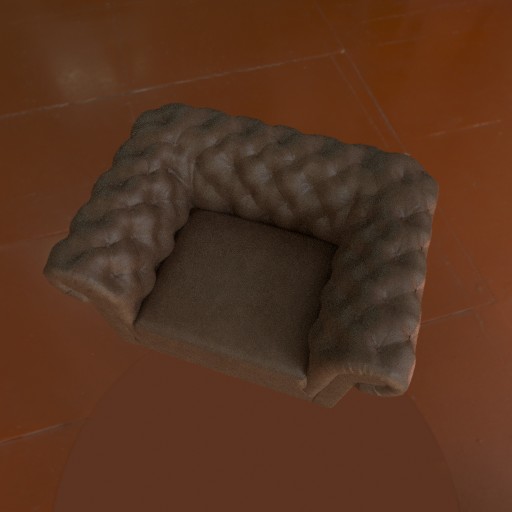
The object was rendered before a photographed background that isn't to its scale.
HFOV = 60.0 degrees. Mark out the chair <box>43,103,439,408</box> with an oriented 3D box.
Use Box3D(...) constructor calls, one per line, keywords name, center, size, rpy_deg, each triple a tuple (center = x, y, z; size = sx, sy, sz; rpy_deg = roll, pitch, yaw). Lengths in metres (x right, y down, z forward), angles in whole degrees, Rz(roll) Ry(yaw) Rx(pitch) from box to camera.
Box3D(name="chair", center=(0.000, 0.000, 1.905), size=(1.298, 0.784, 0.954), rpy_deg=(16, 62, 9))
